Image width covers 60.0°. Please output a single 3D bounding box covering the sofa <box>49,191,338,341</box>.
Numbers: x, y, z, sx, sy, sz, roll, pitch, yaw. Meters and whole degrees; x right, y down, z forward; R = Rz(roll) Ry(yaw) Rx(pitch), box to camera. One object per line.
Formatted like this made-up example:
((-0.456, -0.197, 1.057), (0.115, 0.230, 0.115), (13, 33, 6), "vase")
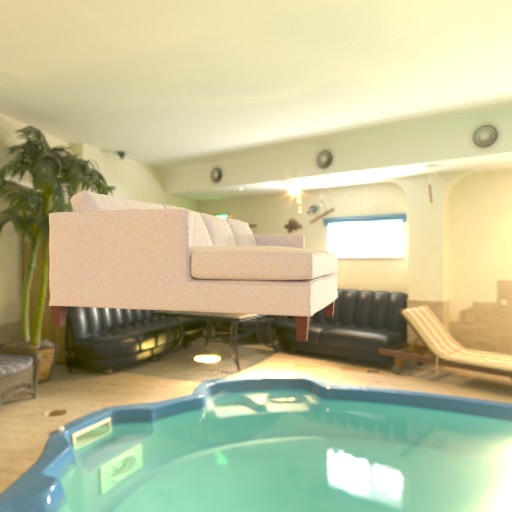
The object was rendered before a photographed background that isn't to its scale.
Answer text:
((0.000, 0.000, 3.924), (1.625, 0.846, 3.186), (0, 0, 18), "sofa")
